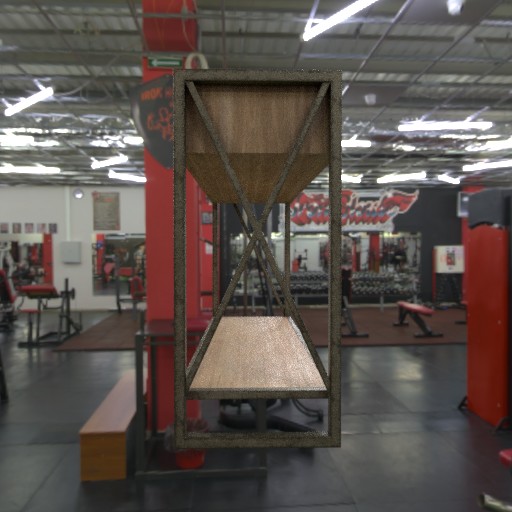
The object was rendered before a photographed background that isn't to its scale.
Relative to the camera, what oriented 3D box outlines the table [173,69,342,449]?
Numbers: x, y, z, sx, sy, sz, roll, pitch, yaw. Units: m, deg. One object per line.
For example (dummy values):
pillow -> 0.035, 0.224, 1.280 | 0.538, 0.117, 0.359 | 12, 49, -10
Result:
table -> 0.000, 0.000, 1.420 | 0.361, 0.763, 1.059 | 0, 1, -1
